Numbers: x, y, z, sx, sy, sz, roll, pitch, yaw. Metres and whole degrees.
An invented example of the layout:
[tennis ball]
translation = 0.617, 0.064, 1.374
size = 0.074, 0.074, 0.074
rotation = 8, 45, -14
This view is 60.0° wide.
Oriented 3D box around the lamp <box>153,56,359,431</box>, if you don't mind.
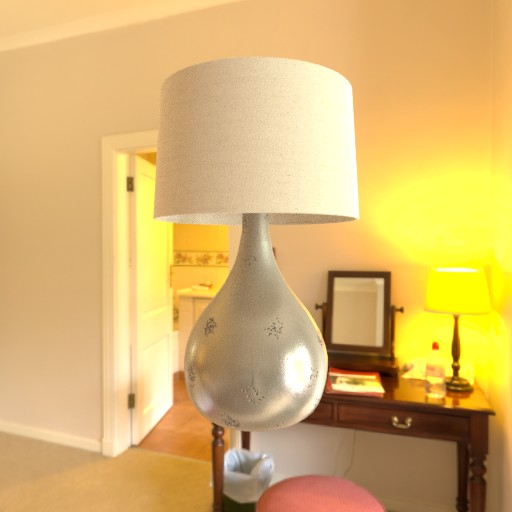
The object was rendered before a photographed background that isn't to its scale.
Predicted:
[lamp]
translation = 0.000, 0.000, 0.729
size = 0.330, 0.521, 0.330
rotation = 0, 1, 0
